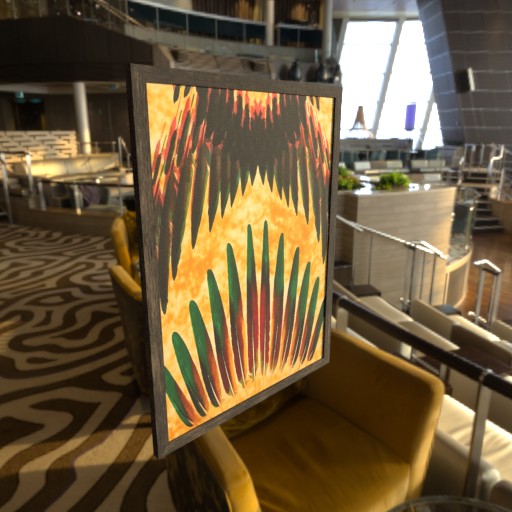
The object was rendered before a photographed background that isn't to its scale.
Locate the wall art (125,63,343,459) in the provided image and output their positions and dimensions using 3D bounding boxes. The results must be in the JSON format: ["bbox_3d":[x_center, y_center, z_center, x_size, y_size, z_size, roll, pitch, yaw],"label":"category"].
[{"bbox_3d":[0.000,0.000,1.424,0.812,1.066,0.029,-15,21,-42],"label":"wall art"}]
